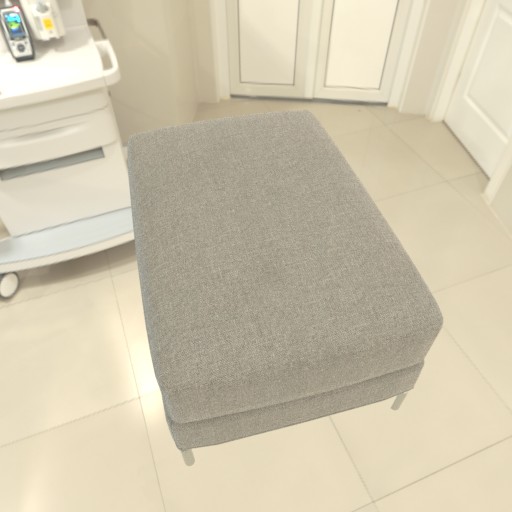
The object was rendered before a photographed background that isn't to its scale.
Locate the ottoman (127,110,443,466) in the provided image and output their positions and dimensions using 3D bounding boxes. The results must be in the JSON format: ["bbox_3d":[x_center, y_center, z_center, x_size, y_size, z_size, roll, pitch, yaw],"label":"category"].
[{"bbox_3d":[0.000,0.000,1.180,0.584,0.457,0.838,-11,49,-10],"label":"ottoman"}]
